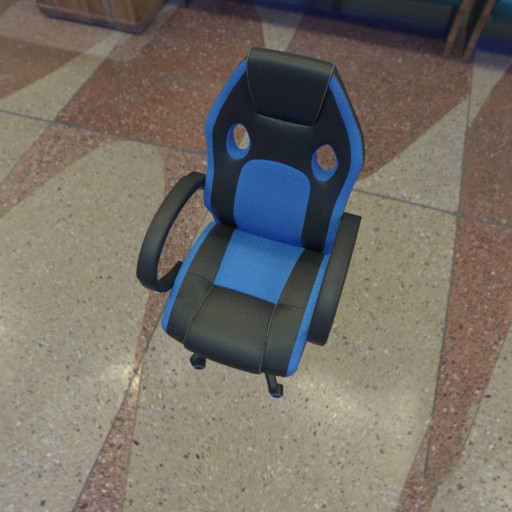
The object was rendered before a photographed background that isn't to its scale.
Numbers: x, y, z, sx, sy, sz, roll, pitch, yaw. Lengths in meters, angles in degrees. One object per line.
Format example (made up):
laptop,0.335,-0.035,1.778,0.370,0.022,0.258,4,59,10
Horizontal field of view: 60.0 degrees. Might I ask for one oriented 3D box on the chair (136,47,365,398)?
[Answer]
chair,0.000,0.000,1.602,0.673,1.187,0.724,17,59,11
